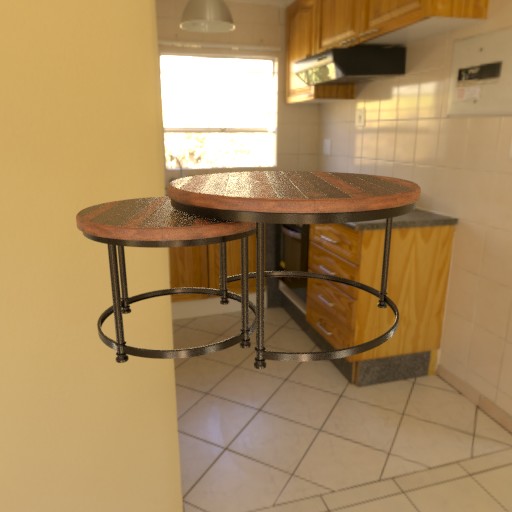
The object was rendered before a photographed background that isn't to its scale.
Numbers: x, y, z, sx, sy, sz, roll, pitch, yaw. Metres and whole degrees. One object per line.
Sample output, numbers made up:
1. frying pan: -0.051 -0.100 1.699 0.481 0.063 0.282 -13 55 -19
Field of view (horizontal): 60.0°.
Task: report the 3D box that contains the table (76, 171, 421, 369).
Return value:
1. table: 0.000 0.000 1.586 1.152 0.516 0.870 -8 17 -26
